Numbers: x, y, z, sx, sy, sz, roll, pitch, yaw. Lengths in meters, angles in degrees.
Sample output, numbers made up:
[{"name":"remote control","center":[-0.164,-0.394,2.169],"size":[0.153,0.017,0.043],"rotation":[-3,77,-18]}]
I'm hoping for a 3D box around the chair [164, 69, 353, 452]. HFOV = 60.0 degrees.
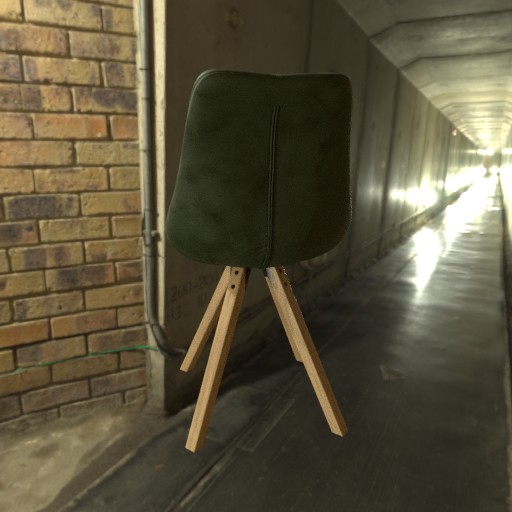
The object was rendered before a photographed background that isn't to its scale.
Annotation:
[{"name":"chair","center":[0.000,0.000,1.210],"size":[0.483,0.865,0.547],"rotation":[-2,14,-9]}]
